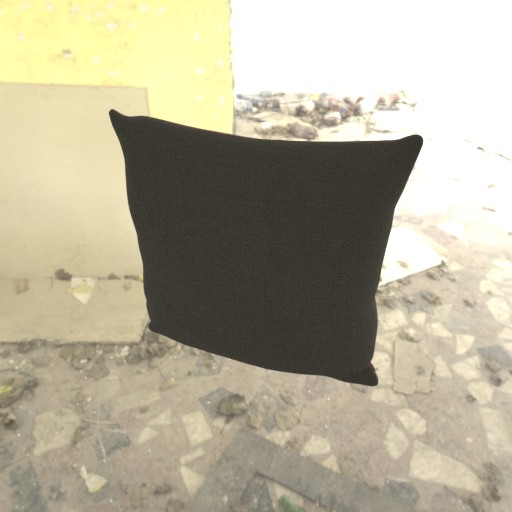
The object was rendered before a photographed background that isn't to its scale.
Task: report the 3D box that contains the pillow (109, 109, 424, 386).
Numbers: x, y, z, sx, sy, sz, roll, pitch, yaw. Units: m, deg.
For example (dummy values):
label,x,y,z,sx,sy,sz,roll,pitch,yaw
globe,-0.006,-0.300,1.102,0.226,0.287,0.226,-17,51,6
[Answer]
label,x,y,z,sx,sy,sz,roll,pitch,yaw
pillow,0.000,0.000,0.796,0.503,0.496,0.208,11,35,15
